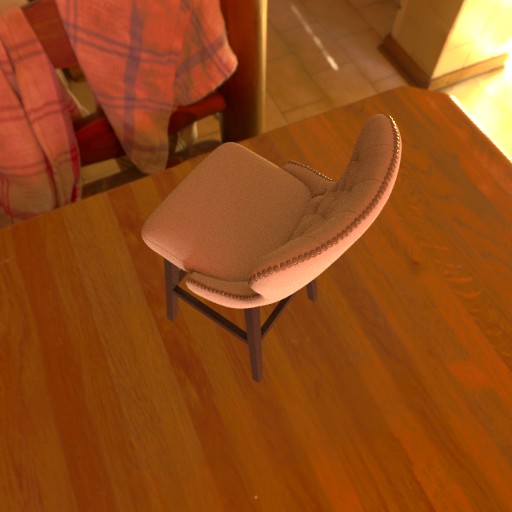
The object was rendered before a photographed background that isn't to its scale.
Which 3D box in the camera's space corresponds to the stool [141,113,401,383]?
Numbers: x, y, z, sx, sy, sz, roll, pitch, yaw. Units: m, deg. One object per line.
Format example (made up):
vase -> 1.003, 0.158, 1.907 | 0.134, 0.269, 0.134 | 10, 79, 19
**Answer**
stool -> 0.000, 0.000, 1.412 | 0.605, 1.066, 0.528 | 32, 66, 16
